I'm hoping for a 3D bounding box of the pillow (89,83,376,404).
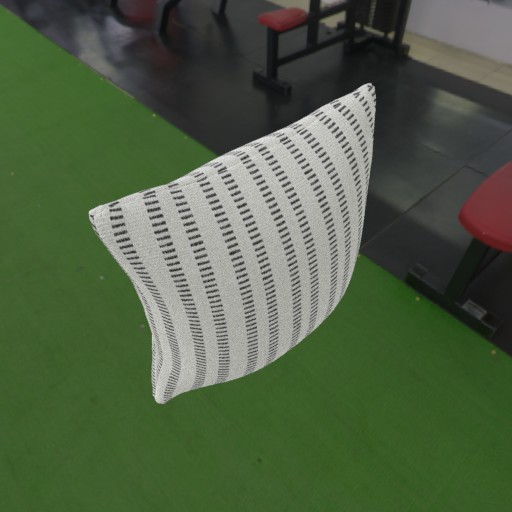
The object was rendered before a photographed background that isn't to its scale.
[{"bbox_3d":[0.000,0.000,0.683,0.438,0.419,0.247,-32,55,-26],"label":"pillow"}]
